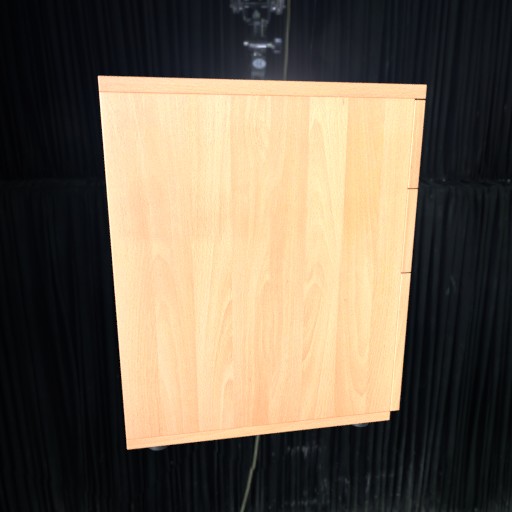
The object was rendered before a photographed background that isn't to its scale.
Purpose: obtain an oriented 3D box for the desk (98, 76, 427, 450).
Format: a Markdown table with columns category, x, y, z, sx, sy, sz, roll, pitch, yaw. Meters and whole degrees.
| category | x | y | z | sx | sy | sz | roll | pitch | yaw |
| --- | --- | --- | --- | --- | --- | --- | --- | --- | --- |
| desk | 0.000 | 0.000 | 1.058 | 0.600 | 0.730 | 0.404 | -2 | 14 | -10 |
